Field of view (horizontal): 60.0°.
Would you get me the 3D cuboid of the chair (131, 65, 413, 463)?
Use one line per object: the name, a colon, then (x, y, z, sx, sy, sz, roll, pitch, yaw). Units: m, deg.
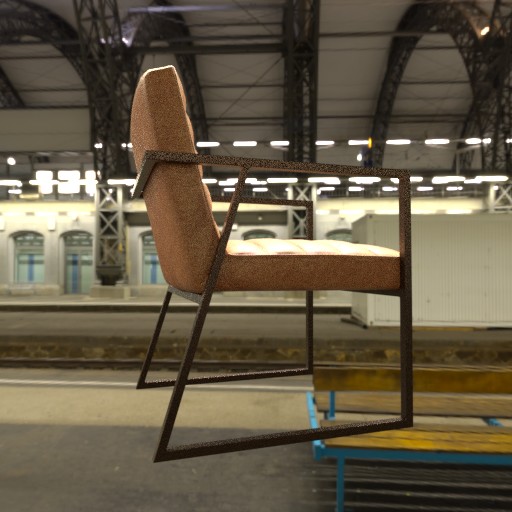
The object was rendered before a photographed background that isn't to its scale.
chair: (0.000, 0.000, 1.250, 0.677, 0.832, 0.571, 0, -1, -18)
